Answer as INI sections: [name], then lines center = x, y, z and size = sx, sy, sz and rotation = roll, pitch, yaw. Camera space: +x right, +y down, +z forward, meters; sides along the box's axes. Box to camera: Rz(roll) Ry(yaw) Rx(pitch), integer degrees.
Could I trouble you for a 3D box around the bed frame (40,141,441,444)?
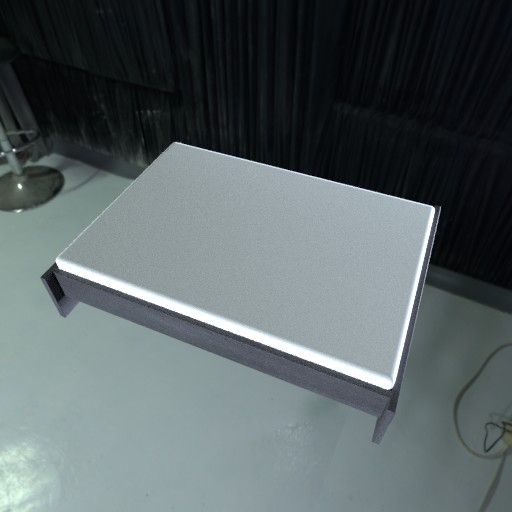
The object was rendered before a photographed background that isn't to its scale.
[bed frame]
center = 0.000, 0.000, 2.751
size = 1.950, 0.432, 1.490
rotation = 17, 49, 16
